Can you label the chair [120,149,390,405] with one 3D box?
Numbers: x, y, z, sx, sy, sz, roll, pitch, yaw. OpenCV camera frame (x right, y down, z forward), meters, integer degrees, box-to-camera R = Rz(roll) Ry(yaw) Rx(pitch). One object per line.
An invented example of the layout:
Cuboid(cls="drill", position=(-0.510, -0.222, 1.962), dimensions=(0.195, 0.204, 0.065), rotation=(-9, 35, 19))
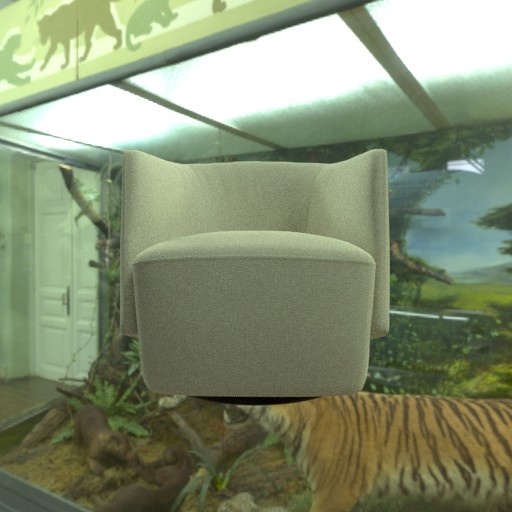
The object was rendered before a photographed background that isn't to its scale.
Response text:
Cuboid(cls="chair", position=(0.000, 0.000, 1.608), dimensions=(0.822, 0.861, 0.986), rotation=(0, 1, 1))
